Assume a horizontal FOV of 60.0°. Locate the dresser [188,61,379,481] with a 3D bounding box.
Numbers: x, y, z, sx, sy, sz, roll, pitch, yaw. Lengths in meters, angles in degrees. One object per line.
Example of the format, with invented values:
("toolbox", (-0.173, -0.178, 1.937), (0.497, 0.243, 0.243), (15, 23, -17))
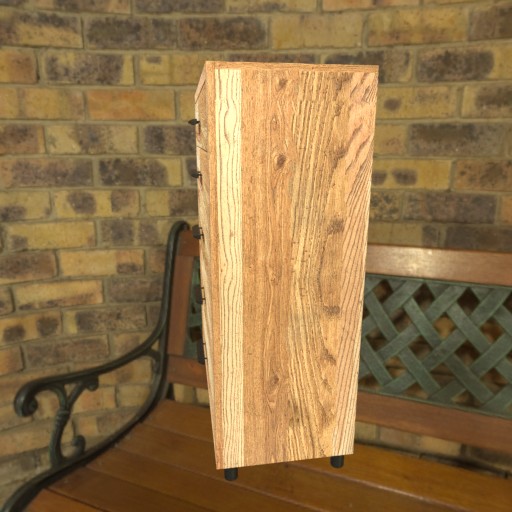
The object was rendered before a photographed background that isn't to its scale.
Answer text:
("dresser", (0.000, 0.000, 1.716), (0.480, 1.243, 0.966), (-2, 15, -9))
